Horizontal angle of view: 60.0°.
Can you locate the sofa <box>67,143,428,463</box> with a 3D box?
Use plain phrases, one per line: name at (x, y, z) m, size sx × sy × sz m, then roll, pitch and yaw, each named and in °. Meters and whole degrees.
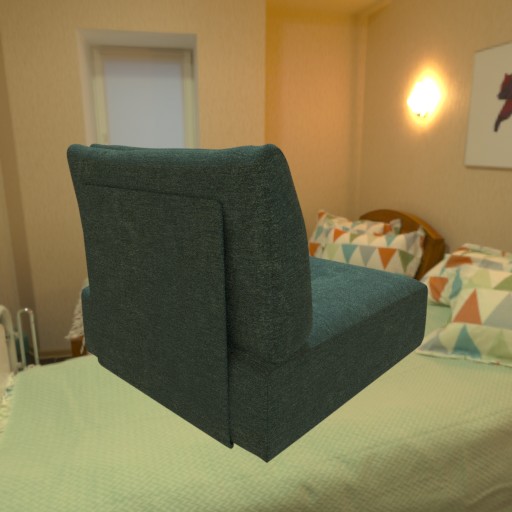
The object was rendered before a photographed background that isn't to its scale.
sofa at (0.000, 0.000, 1.668) m, size 1.000 × 0.820 × 1.000 m, roll 13°, pitch 19°, yaw 41°
